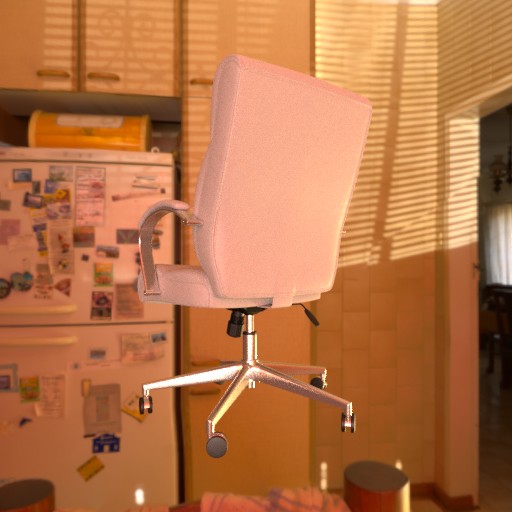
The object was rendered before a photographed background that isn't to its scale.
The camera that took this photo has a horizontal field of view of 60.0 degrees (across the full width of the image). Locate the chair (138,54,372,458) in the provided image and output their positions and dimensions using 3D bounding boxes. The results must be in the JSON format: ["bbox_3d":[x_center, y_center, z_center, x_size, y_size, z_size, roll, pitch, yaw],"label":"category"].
[{"bbox_3d":[0.000,0.000,1.592,0.727,1.099,0.745,0,0,-37],"label":"chair"}]
